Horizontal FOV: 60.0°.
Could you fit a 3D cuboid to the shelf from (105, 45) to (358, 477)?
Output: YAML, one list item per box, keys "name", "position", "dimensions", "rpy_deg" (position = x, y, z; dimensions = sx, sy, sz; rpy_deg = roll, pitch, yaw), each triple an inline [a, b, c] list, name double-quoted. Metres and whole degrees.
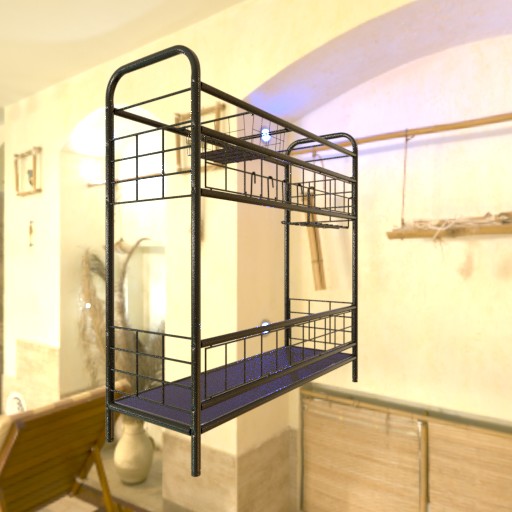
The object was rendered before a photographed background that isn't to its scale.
- name: "shelf"
  position: [0.000, 0.000, 1.515]
  dimensions: [0.350, 1.026, 0.961]
  rpy_deg: [0, 0, 36]
